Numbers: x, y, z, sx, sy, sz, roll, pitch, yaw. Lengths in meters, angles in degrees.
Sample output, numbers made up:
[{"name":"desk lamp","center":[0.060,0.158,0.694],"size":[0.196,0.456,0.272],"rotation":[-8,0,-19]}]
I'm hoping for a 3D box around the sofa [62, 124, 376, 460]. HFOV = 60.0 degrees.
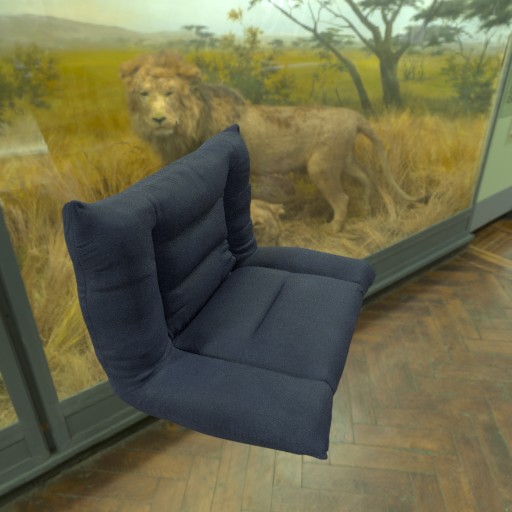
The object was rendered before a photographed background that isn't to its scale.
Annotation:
[{"name":"sofa","center":[0.000,0.000,1.694],"size":[0.849,0.778,1.122],"rotation":[10,31,18]}]
